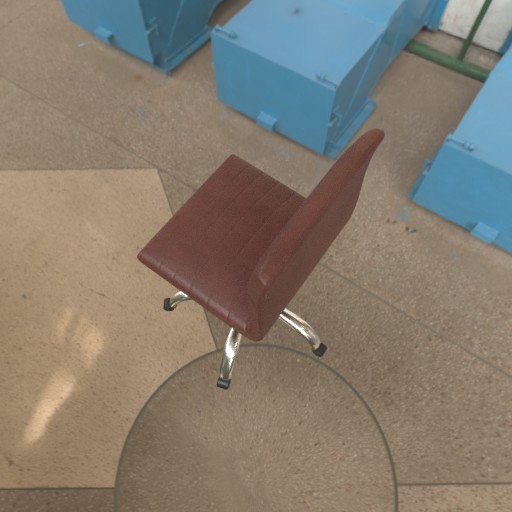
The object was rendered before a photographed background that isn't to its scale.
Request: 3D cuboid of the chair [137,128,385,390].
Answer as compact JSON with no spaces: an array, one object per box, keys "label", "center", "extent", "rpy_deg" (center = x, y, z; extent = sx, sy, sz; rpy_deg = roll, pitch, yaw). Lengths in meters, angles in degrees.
[{"label":"chair","center":[0.000,0.000,1.133],"extent":[0.530,0.780,0.556],"rpy_deg":[32,67,15]}]
